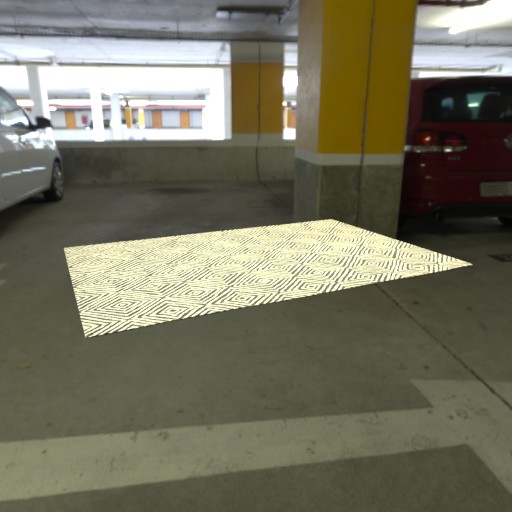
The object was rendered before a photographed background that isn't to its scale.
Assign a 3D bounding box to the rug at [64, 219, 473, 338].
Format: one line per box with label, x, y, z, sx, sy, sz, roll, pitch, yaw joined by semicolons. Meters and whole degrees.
rug;0.000;0.000;2.261;1.750;0.004;1.177;-8;18;-25
